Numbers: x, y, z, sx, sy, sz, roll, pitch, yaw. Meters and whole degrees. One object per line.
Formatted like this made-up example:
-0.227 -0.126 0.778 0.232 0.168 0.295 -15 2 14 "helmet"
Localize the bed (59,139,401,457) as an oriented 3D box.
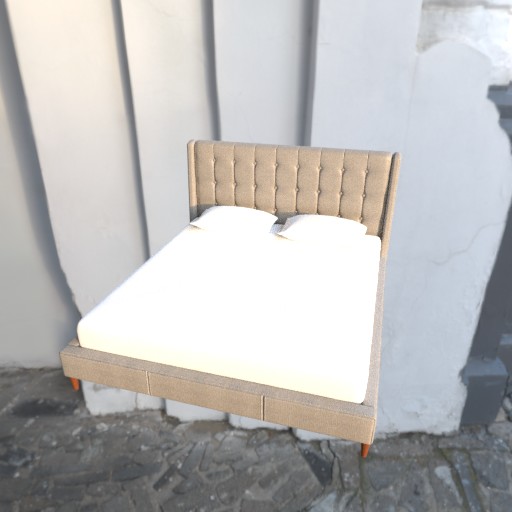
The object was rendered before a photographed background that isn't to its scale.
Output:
0.000 0.000 3.549 2.062 1.289 2.342 7 27 15 "bed"
